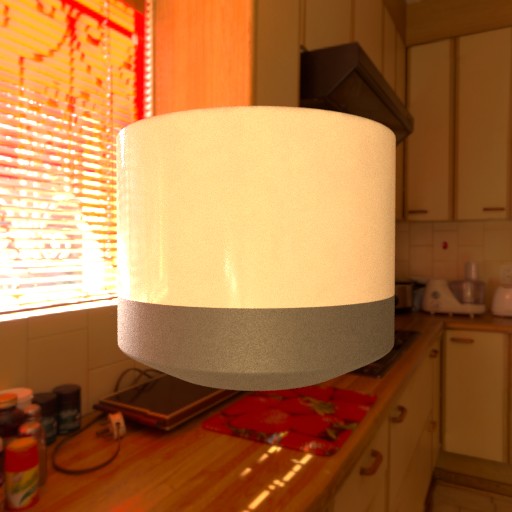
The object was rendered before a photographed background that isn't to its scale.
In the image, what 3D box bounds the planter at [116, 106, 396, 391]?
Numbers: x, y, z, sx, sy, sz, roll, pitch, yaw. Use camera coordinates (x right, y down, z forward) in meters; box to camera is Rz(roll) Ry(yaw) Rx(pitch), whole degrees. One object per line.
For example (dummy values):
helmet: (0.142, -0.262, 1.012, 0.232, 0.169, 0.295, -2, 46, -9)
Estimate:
planter: (0.000, 0.000, 0.215, 0.128, 0.105, 0.128, 0, 1, 0)
